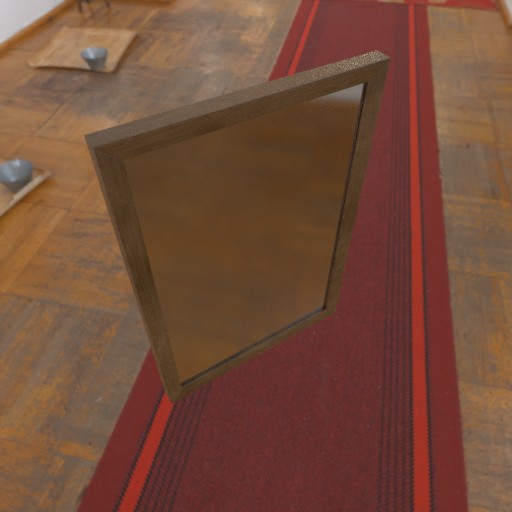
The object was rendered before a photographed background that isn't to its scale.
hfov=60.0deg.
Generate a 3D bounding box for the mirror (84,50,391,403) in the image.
[{"bbox_3d":[0.000,0.000,0.913,0.507,0.710,0.040,-25,51,-22],"label":"mirror"}]
